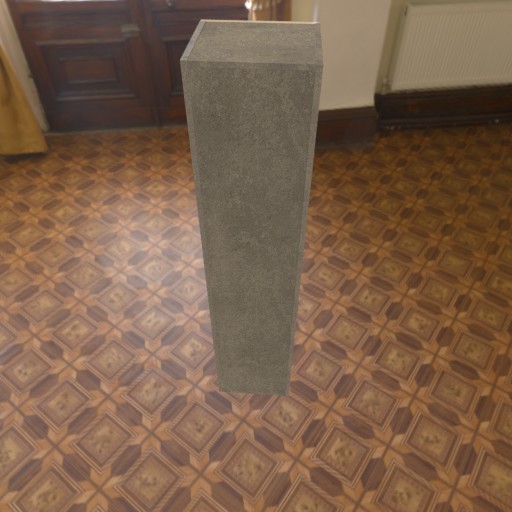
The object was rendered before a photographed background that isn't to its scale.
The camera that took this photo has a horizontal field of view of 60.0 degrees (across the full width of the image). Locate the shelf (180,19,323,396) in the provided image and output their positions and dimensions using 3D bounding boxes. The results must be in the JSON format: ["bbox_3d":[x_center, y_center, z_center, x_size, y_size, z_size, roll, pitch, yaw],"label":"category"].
[{"bbox_3d":[0.000,0.000,1.511,0.300,1.400,0.270,3,45,3],"label":"shelf"}]
